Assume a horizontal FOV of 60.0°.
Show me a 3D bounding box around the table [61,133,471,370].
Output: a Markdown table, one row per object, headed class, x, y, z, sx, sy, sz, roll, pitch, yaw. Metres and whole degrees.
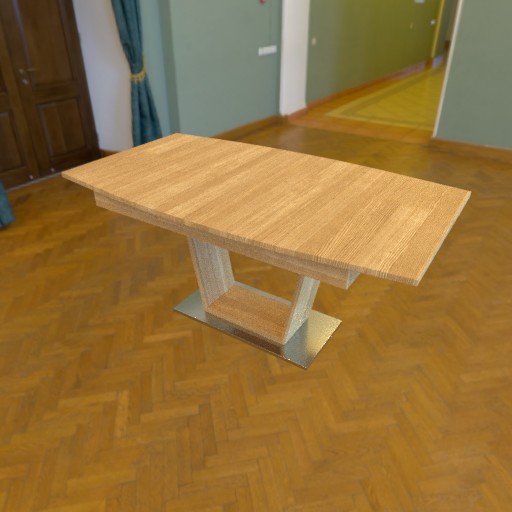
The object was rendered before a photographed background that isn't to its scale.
| class | x | y | z | sx | sy | sz | roll | pitch | yaw |
| --- | --- | --- | --- | --- | --- | --- | --- | --- | --- |
| table | 0.000 | 0.000 | 2.099 | 1.598 | 0.748 | 0.900 | 18 | 35 | 28 |
